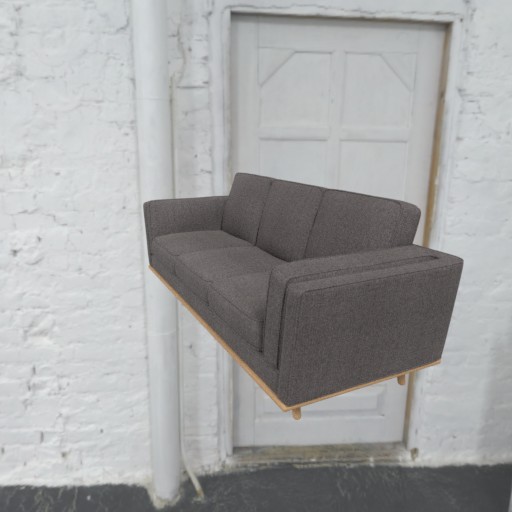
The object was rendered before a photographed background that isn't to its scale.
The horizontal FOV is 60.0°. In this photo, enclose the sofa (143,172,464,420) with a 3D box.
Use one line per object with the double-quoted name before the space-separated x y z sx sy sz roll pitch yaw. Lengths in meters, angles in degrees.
"sofa" 0.000 0.000 2.786 0.903 0.899 2.362 -8 17 -26
